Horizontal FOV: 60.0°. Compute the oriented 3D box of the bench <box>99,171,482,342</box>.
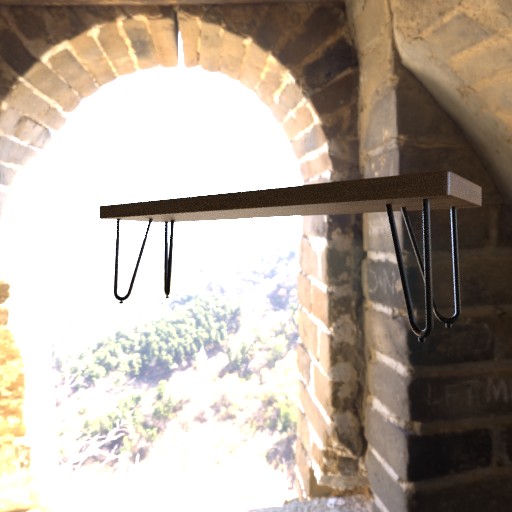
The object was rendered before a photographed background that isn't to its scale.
[{"bbox_3d":[0.000,0.000,1.780,1.570,0.462,0.425,1,1,38],"label":"bench"}]
